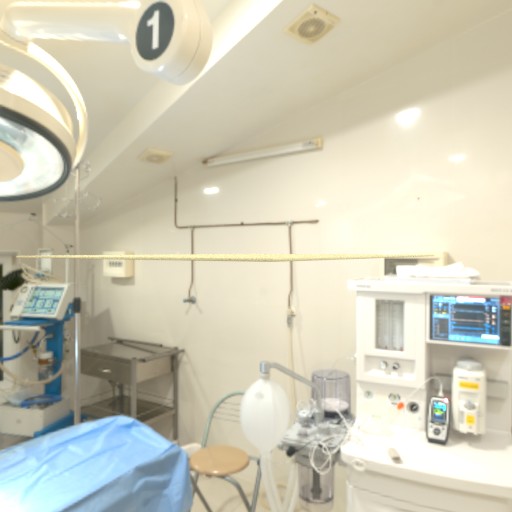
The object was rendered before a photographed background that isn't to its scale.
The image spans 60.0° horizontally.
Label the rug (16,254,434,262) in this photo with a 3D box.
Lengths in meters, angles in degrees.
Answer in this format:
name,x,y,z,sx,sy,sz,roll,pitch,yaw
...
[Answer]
name,x,y,z,sx,sy,sz,roll,pitch,yaw
rug,0.000,0.000,4.158,2.452,0.016,3.204,0,1,35
